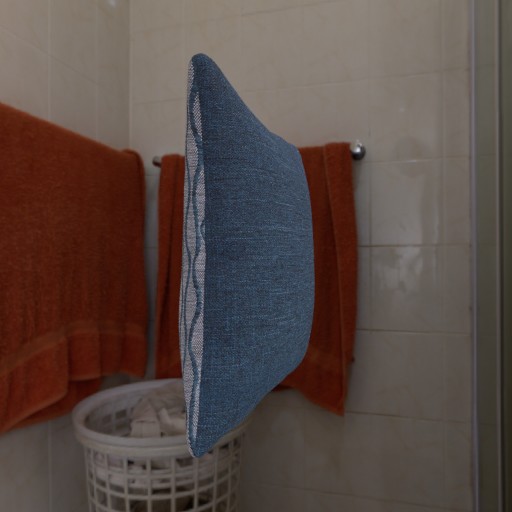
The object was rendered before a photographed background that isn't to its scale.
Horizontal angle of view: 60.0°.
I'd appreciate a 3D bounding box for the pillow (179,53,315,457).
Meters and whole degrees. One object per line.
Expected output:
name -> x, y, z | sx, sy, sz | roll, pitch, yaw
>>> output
pillow -> 0.000, 0.000, 0.675 | 0.159, 0.435, 0.435 | 0, 0, 18
